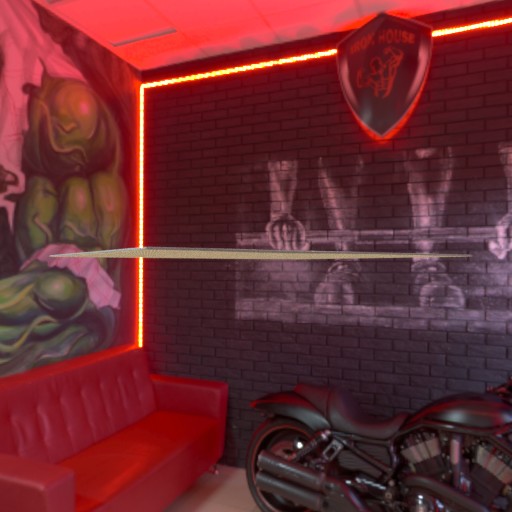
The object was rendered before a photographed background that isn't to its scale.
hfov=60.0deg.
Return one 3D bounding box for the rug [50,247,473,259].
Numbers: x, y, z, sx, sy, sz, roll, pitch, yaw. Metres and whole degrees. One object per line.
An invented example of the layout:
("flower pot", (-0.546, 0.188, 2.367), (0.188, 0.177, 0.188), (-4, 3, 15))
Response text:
("rug", (0.000, 0.000, 3.857), (2.895, 0.018, 2.288), (1, -1, -35))
